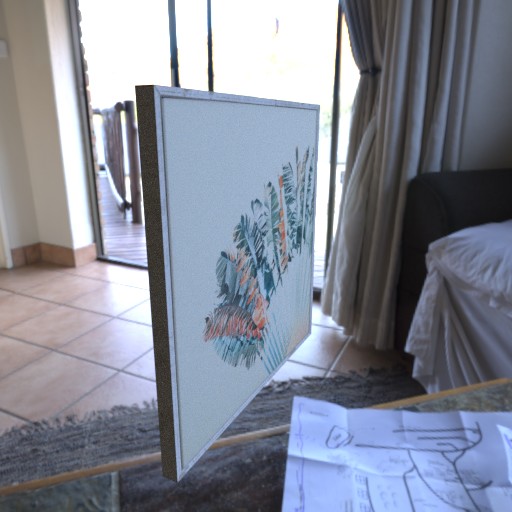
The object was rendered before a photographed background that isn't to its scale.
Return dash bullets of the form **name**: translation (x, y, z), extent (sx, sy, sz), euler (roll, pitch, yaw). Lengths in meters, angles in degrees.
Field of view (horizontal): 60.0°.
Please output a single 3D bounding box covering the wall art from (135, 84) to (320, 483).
- **wall art**: translation (0.000, 0.000, 1.126), extent (0.038, 0.757, 0.760), euler (8, 18, 26)
